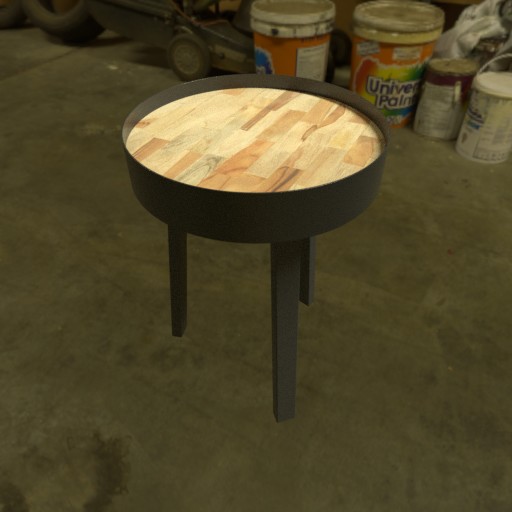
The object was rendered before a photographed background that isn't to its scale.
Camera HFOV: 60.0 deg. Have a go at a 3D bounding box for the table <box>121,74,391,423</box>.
[{"bbox_3d":[0.000,0.000,0.870,0.406,0.559,0.406,0,41,0],"label":"table"}]
